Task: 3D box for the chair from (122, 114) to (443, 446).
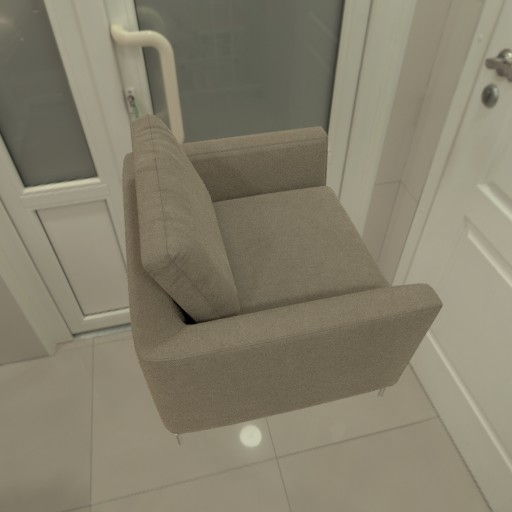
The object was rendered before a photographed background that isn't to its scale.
[{"bbox_3d":[0.000,0.000,1.659,0.889,0.864,1.041,-10,46,-10],"label":"chair"}]
